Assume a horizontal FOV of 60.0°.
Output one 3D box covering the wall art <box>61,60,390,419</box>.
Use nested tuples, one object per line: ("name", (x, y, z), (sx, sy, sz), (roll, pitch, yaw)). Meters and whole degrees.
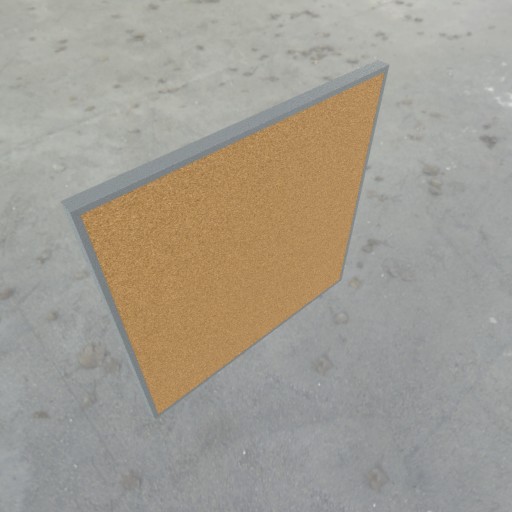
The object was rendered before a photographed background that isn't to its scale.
("wall art", (0.000, 0.000, 1.186), (0.809, 0.807, 0.038), (-32, 55, -26))
